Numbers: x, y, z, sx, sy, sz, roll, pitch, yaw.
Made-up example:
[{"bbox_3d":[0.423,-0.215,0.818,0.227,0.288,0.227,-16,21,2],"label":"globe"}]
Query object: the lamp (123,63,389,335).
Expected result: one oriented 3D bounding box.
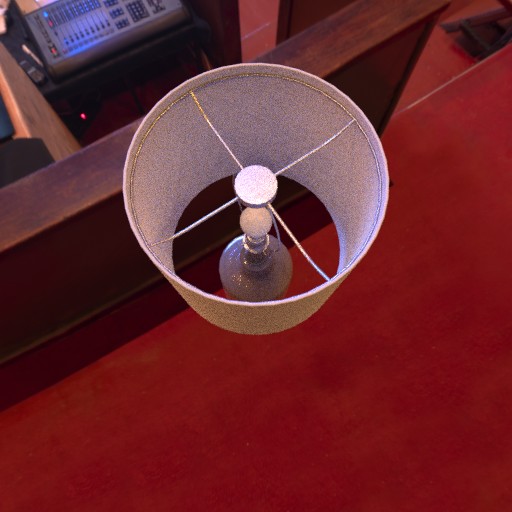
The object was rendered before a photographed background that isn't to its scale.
[{"bbox_3d":[0.000,0.000,0.565,0.207,0.461,0.207,-33,77,-9],"label":"lamp"}]
